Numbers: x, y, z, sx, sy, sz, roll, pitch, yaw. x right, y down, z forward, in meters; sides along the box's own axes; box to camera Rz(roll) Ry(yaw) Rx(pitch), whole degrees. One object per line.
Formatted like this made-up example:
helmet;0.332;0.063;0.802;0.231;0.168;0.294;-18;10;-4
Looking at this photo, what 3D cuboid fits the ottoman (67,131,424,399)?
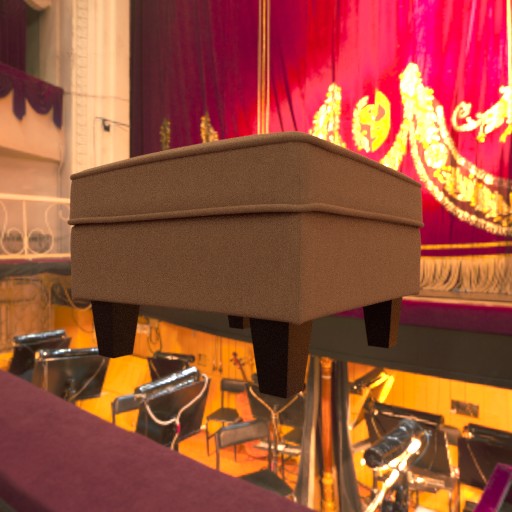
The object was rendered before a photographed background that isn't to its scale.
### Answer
ottoman;0.000;0.000;1.032;0.616;0.438;0.613;0;1;36
